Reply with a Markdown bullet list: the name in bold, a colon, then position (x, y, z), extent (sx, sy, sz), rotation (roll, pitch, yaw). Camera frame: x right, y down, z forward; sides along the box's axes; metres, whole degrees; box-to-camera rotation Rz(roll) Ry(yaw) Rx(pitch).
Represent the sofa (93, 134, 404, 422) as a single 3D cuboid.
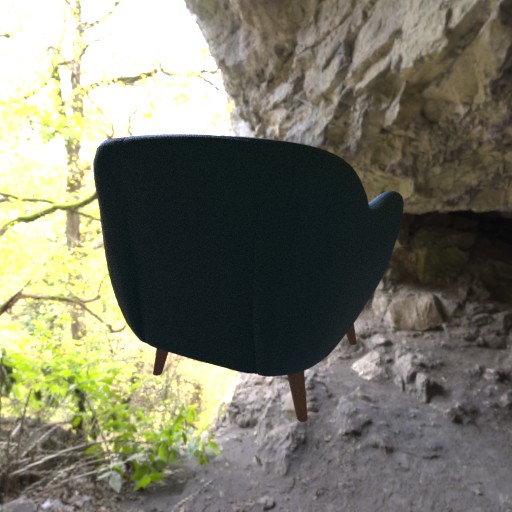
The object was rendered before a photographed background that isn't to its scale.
- **sofa**: position (0.000, 0.000, 1.520), extent (0.836, 0.817, 0.825), rotation (8, 18, 26)
